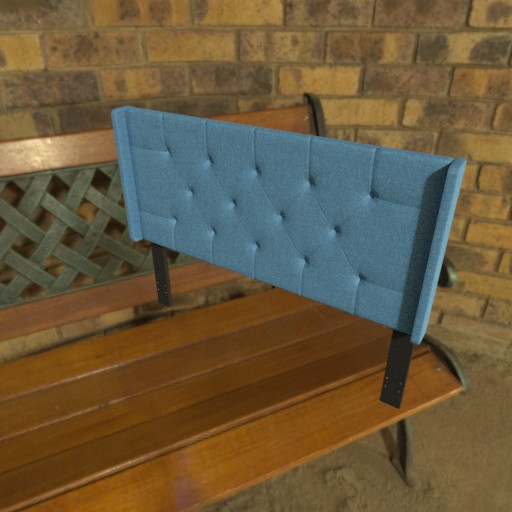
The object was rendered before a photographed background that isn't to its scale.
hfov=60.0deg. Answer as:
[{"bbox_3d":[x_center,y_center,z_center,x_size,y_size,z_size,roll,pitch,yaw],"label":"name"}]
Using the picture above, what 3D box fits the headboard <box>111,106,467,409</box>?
[{"bbox_3d":[0.000,0.000,2.681,2.051,1.524,0.184,18,34,29],"label":"headboard"}]
